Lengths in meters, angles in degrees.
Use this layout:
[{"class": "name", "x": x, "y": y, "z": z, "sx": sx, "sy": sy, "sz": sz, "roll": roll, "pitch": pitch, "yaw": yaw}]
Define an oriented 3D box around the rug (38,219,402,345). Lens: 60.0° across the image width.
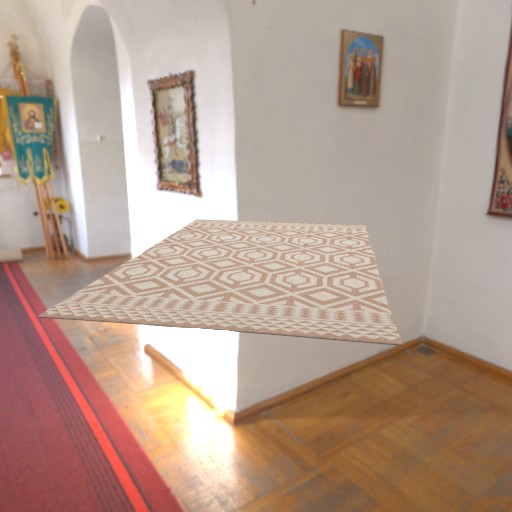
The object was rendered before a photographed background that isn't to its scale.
[{"class": "rug", "x": 0.000, "y": 0.000, "z": 2.307, "sx": 1.219, "sy": 0.008, "sz": 1.829, "roll": 3, "pitch": 16, "yaw": 10}]
